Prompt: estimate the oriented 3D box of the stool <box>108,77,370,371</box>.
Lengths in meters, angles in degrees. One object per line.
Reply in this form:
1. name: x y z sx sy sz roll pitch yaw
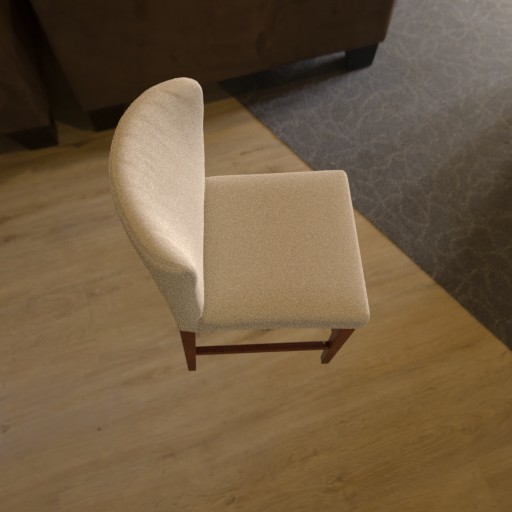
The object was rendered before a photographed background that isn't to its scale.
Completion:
1. stool: 0.000 0.000 1.284 0.568 0.968 0.479 -2 64 -1
